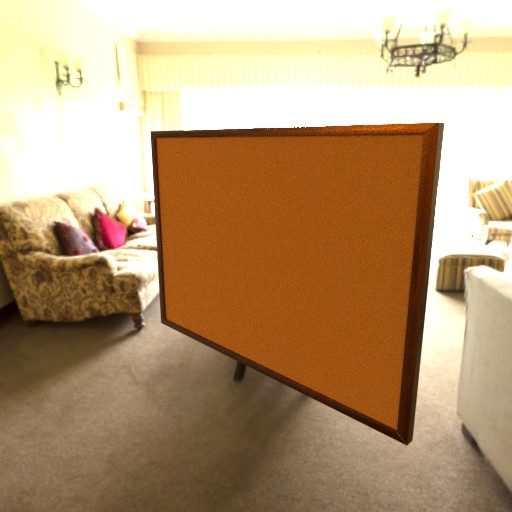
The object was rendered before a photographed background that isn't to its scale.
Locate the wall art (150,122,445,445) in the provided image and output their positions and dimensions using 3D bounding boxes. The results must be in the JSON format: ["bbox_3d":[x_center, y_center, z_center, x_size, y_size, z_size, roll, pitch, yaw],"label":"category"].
[{"bbox_3d":[0.000,0.000,0.548,0.012,0.304,0.431,-14,20,-43],"label":"wall art"}]
